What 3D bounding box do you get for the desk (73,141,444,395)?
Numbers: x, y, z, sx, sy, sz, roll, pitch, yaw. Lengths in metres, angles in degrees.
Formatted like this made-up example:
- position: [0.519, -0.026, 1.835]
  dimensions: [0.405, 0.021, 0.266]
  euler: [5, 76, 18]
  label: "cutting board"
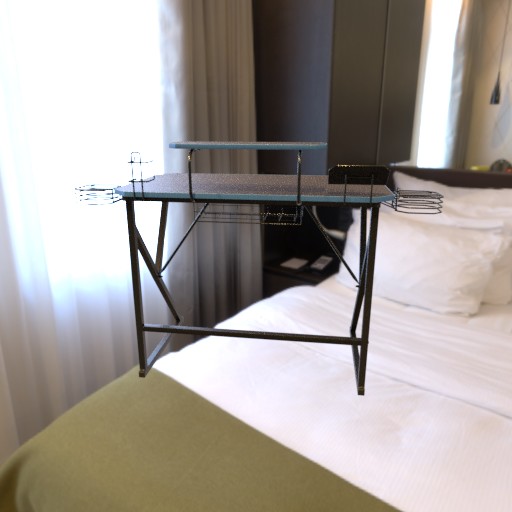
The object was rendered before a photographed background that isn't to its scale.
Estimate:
- position: [0.000, 0.000, 1.801]
  dimensions: [1.295, 0.909, 0.594]
  euler: [2, 17, 8]
  label: "desk"
